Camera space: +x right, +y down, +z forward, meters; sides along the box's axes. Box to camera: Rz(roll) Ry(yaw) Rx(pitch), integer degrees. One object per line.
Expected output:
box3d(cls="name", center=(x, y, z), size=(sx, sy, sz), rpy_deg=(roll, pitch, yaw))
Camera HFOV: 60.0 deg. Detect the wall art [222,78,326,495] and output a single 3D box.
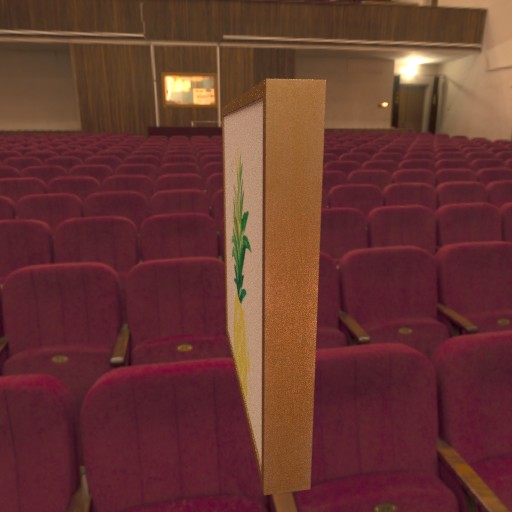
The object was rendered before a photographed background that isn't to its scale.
box3d(cls="wall art", center=(0.000, 0.000, 0.455), size=(0.038, 0.305, 0.306), rpy_deg=(-2, 15, -9))
